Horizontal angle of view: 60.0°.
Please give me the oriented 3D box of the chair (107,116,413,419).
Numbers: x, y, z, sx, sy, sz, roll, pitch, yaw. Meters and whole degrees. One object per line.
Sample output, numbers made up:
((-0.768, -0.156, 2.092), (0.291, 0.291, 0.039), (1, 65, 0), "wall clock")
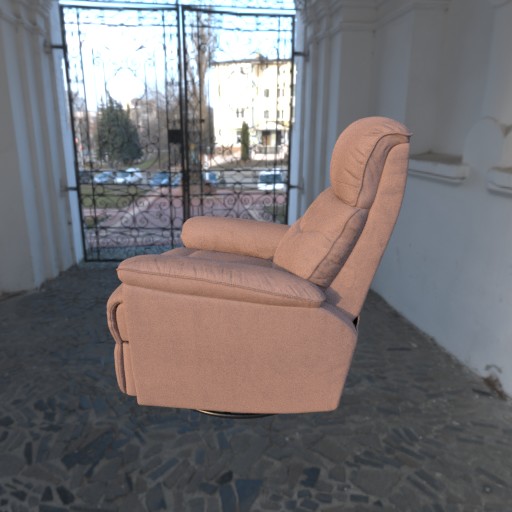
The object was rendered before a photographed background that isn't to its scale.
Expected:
((0.000, 0.000, 1.732), (1.004, 1.037, 0.820), (2, 16, 9), "chair")
